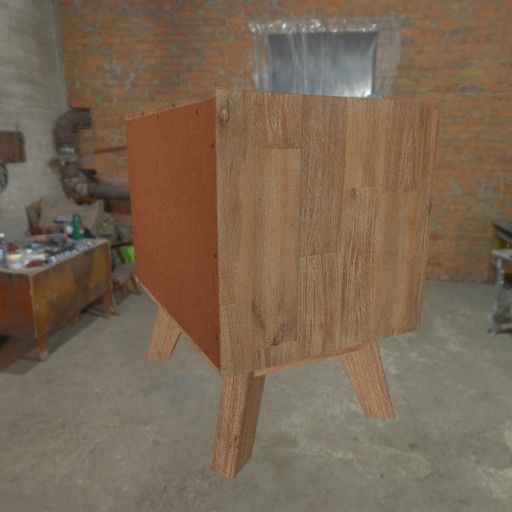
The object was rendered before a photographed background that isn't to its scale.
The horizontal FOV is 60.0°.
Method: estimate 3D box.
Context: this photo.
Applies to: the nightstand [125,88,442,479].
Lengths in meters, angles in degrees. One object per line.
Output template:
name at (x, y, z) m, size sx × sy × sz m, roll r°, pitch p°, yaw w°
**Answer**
nightstand at (0.000, 0.000, 0.940) m, size 0.396 × 0.589 × 0.552 m, roll -7°, pitch 15°, yaw -26°
